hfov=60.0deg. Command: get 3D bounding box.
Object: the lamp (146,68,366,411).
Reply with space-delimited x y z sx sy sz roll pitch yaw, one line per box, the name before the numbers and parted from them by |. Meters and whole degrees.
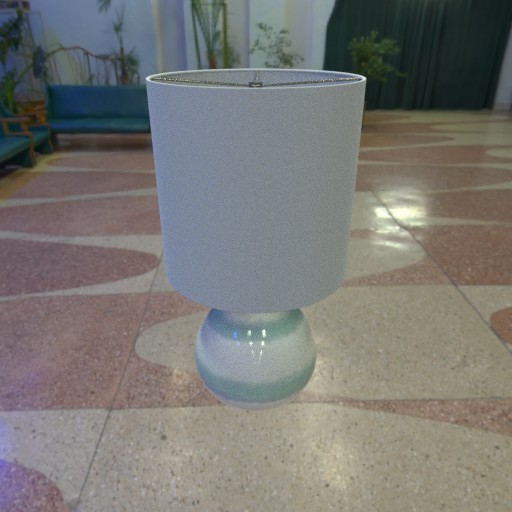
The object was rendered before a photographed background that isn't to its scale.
lamp | 0.000 0.000 0.536 0.217 0.404 0.217 0 27 1
